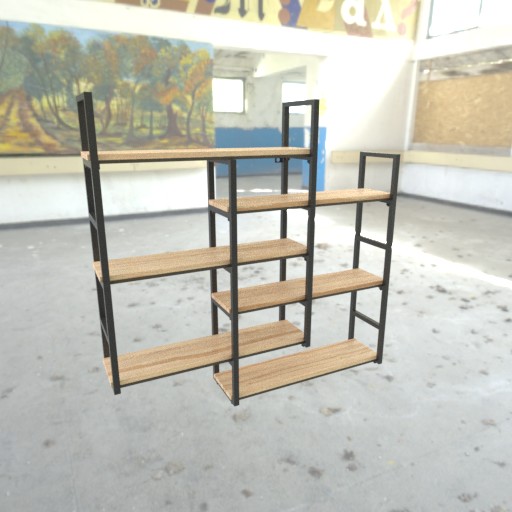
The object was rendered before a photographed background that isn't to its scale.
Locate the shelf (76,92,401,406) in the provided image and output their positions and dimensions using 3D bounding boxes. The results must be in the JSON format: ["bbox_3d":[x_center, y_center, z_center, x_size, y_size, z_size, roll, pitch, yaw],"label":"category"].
[{"bbox_3d":[0.000,0.000,1.382,0.946,0.921,0.183,-8,18,-25],"label":"shelf"}]
